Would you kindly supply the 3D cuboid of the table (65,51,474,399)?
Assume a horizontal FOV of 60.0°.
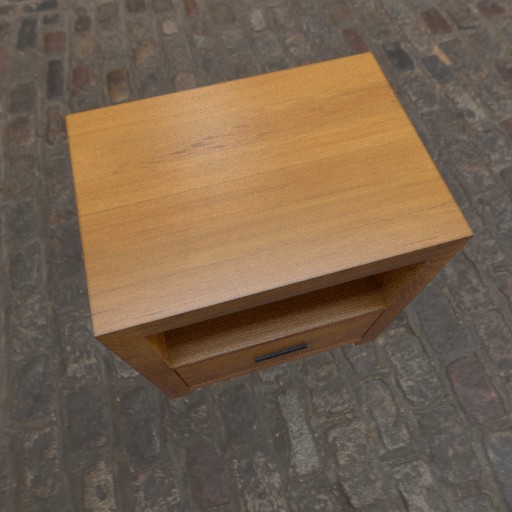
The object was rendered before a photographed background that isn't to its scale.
[{"bbox_3d":[0.000,0.000,0.962,0.550,0.605,0.400,-14,66,-7],"label":"table"}]
